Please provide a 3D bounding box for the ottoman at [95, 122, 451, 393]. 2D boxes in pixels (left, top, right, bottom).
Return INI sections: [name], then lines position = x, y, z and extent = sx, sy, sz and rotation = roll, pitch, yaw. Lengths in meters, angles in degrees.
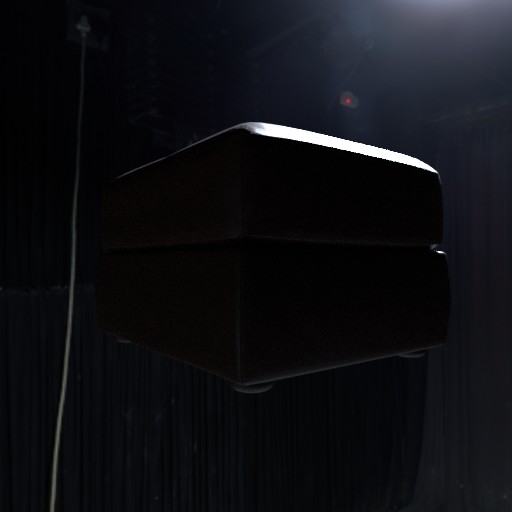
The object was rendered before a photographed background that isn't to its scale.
[ottoman]
position = 0.000, 0.000, 1.140
extent = 0.603, 0.476, 0.751
rotation = 1, -1, -37
